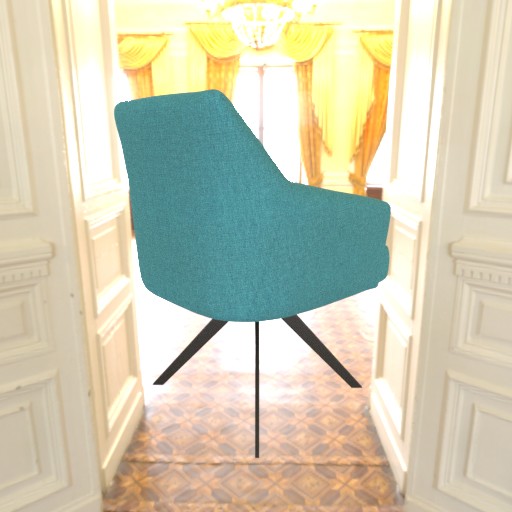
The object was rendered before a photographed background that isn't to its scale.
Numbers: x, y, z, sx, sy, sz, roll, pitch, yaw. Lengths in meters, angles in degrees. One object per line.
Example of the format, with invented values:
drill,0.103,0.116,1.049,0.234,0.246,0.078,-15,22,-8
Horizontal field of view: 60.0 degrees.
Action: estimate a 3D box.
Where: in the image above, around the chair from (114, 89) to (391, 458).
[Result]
chair,0.000,0.000,1.334,0.677,0.874,0.642,-14,20,-43
